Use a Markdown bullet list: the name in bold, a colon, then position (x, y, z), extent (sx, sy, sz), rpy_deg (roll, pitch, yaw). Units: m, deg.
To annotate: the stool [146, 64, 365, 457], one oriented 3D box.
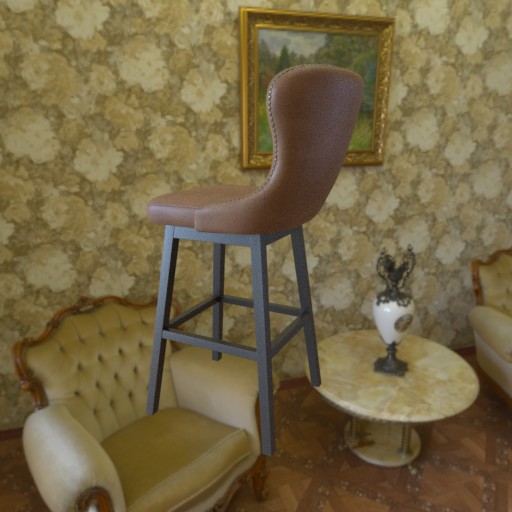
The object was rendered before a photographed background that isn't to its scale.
- **stool**: position (0.000, 0.000, 1.398), extent (0.601, 1.050, 0.528), rpy_deg (7, 17, 26)
